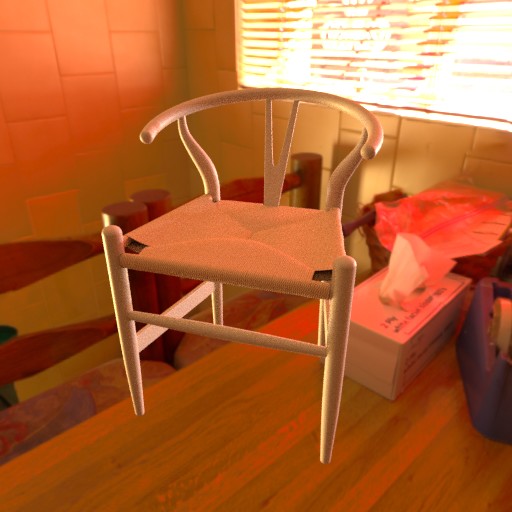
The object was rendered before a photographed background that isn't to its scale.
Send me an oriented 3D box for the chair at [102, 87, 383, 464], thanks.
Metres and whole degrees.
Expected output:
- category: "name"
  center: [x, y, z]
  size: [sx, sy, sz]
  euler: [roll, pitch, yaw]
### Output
- category: "chair"
  center: [0.000, 0.000, 1.092]
  size: [0.533, 0.736, 0.500]
  euler: [8, 27, 15]
